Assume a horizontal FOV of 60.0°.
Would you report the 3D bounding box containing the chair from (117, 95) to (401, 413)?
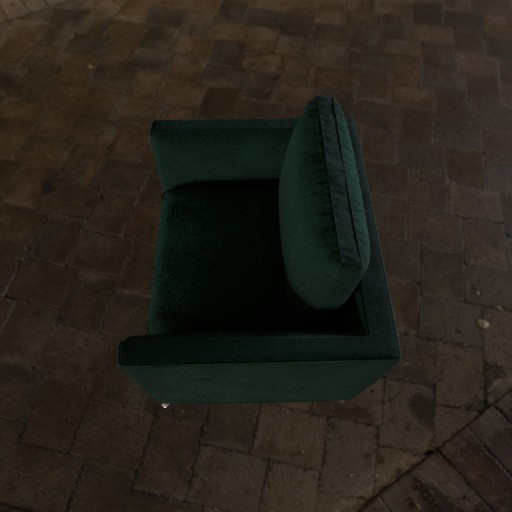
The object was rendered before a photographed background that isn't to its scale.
[{"bbox_3d":[0.000,0.000,1.779,0.852,0.997,1.047,-1,59,-1],"label":"chair"}]
